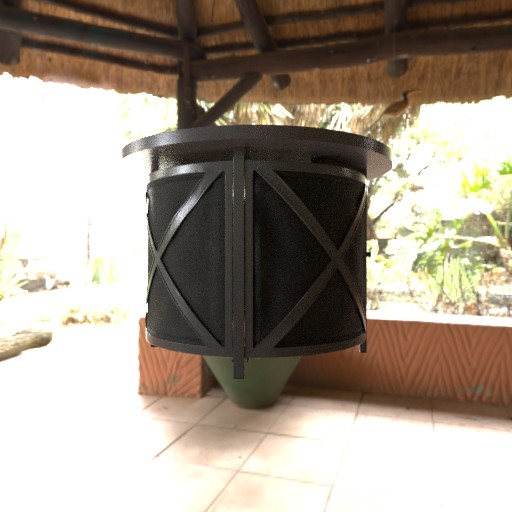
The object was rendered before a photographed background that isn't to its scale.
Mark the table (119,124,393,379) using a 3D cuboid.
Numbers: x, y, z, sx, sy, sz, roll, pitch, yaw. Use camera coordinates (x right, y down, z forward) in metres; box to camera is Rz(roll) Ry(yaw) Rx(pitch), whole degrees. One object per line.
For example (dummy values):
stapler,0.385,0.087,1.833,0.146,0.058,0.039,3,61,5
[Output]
table,0.000,0.000,1.549,0.914,0.650,0.914,0,0,0
